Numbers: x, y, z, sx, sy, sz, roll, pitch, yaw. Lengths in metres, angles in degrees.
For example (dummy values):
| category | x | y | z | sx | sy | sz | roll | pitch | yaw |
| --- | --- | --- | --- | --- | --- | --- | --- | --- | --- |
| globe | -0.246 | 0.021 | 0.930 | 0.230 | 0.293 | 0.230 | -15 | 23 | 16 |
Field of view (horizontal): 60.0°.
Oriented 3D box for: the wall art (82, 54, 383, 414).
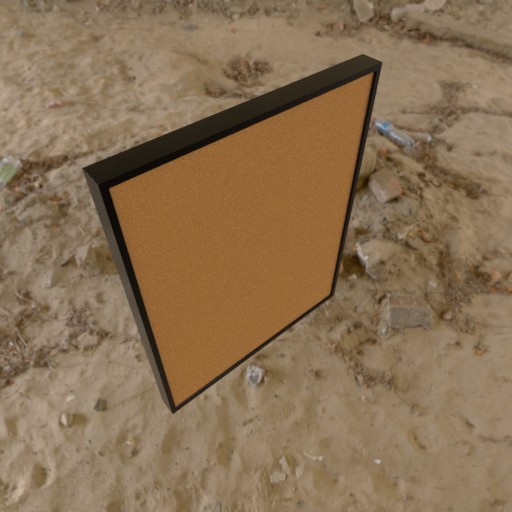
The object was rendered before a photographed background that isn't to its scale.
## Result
| category | x | y | z | sx | sy | sz | roll | pitch | yaw |
| --- | --- | --- | --- | --- | --- | --- | --- | --- | --- |
| wall art | 0.000 | 0.000 | 0.761 | 0.451 | 0.553 | 0.039 | -31 | 54 | -26 |
